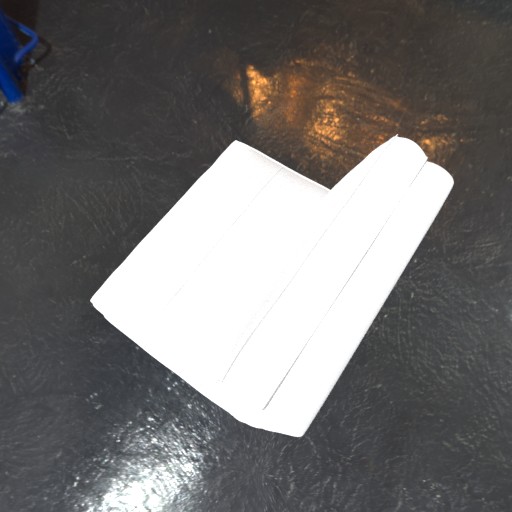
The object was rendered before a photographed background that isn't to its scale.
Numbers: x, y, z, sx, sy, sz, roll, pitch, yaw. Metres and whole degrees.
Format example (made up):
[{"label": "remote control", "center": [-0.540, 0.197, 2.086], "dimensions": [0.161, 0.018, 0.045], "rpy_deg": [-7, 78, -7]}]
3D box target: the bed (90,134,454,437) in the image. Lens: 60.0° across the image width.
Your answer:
[{"label": "bed", "center": [0.000, 0.000, 1.328], "dimensions": [0.749, 0.614, 0.799], "rpy_deg": [32, 68, 14]}]
